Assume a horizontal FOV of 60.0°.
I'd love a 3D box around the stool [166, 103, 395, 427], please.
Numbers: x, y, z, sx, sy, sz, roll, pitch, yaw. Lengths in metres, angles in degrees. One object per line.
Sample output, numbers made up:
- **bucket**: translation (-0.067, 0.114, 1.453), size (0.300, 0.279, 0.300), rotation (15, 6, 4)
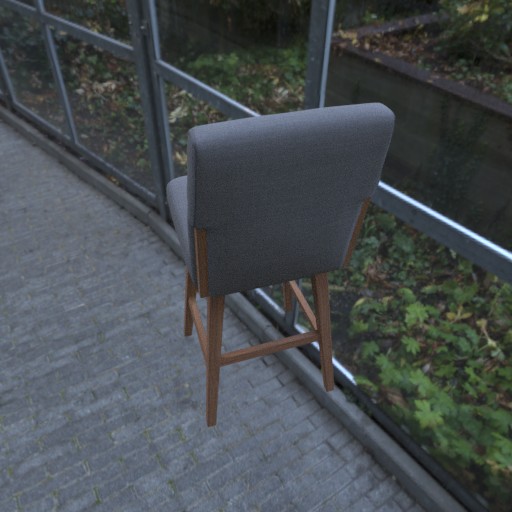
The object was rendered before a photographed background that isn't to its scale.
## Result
- **stool**: translation (0.000, 0.000, 1.384), size (0.483, 1.112, 0.570), rotation (-12, 42, -14)
